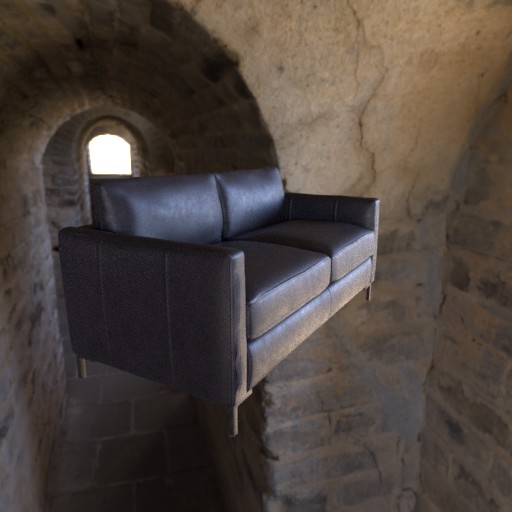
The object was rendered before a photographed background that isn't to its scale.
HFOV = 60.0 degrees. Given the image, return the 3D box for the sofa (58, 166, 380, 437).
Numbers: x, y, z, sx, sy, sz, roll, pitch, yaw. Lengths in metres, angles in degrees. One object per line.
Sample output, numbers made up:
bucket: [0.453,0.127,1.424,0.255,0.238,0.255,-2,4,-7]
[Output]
sofa: [0.000,0.000,2.389,0.947,0.883,1.805,7,16,27]
